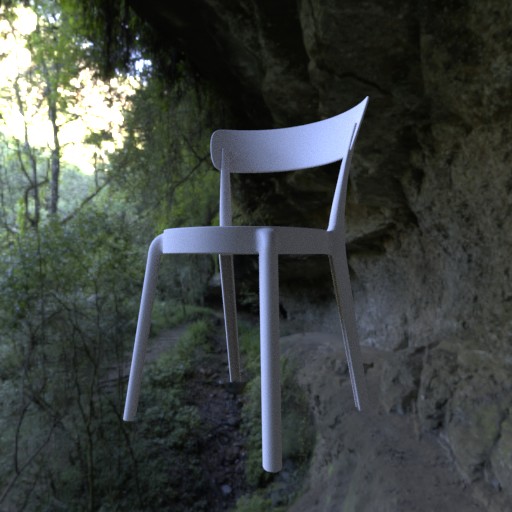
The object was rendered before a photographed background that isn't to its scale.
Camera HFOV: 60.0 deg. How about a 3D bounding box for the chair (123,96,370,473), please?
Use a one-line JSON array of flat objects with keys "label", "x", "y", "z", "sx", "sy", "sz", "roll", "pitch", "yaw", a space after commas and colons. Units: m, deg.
[{"label": "chair", "x": 0.000, "y": 0.000, "z": 1.128, "sx": 0.506, "sy": 0.790, "sz": 0.491, "roll": 0, "pitch": 0, "yaw": 37}]
